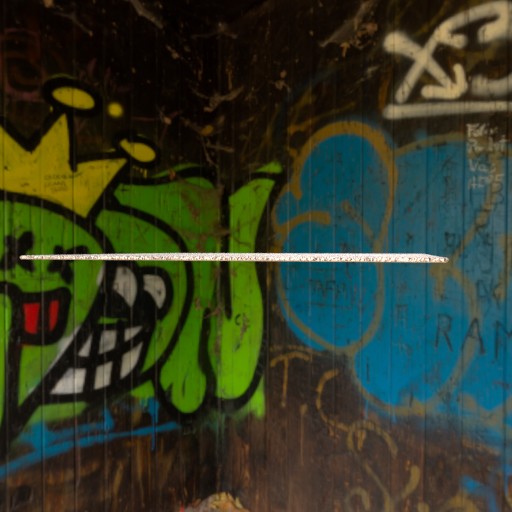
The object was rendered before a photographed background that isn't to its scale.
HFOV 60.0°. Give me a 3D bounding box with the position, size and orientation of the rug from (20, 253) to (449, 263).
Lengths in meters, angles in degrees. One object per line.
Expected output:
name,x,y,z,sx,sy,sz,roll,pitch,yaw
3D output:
rug,0.000,0.000,4.086,3.047,0.029,2.438,0,1,18
